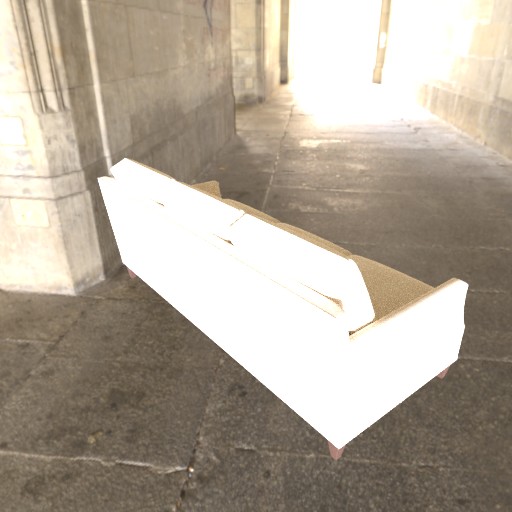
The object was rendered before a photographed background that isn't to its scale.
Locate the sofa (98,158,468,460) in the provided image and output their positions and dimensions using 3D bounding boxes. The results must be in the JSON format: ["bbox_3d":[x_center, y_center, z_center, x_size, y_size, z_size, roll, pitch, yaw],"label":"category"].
[{"bbox_3d":[0.000,0.000,2.718,1.041,0.940,2.210,-19,32,-34],"label":"sofa"}]
